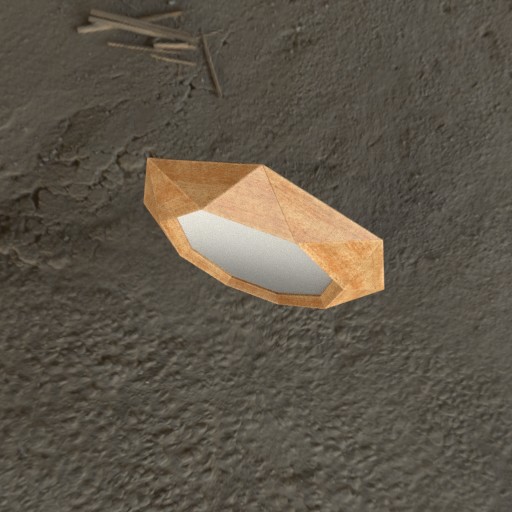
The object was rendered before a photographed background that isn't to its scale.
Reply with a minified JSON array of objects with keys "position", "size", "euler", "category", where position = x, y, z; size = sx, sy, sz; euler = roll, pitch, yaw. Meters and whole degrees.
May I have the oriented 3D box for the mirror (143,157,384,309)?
[{"position":[0.000,0.000,0.990],"size":[0.577,0.774,0.070],"euler":[20,75,5],"category":"mirror"}]
